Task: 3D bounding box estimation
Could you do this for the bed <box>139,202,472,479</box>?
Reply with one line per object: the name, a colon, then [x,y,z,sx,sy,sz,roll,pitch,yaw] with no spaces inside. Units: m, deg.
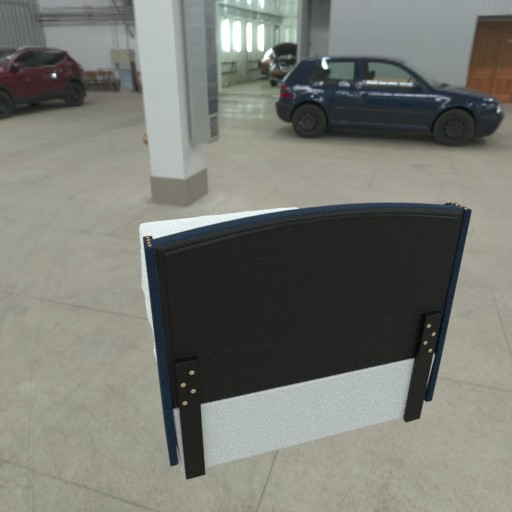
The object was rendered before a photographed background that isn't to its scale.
bed: [0.000,0.000,3.177,1.604,1.402,2.223,-7,26,-15]
